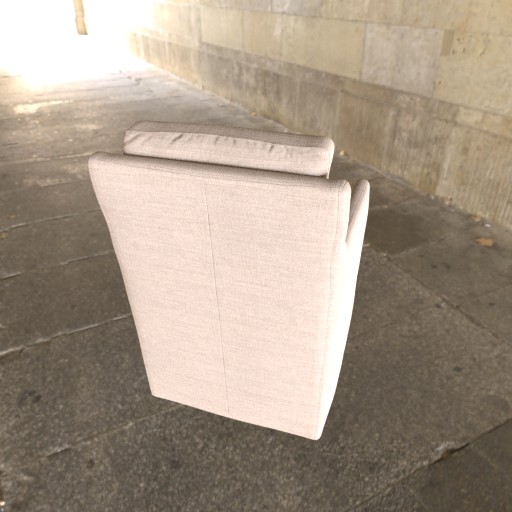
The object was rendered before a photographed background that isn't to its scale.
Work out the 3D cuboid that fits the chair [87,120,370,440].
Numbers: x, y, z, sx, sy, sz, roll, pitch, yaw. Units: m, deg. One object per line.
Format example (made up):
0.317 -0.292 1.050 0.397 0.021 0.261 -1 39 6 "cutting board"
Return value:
0.000 0.000 1.395 0.626 0.914 0.694 10 33 15 "chair"
